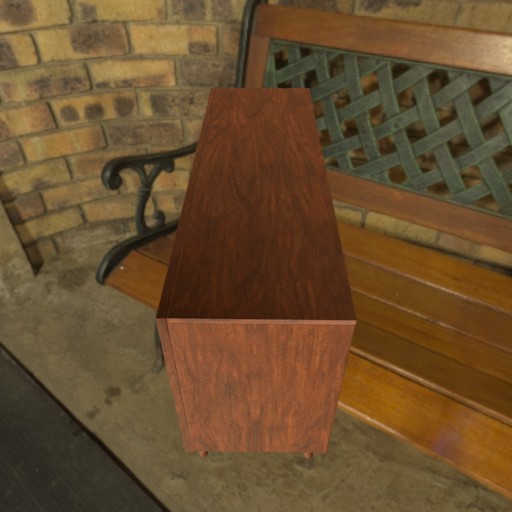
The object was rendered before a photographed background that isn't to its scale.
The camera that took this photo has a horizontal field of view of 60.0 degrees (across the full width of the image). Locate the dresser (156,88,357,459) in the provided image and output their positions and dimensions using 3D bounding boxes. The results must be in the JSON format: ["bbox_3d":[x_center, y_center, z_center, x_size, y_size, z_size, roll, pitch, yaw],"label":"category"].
[{"bbox_3d":[0.000,0.000,1.902,0.500,0.889,1.472,1,41,1],"label":"dresser"}]
